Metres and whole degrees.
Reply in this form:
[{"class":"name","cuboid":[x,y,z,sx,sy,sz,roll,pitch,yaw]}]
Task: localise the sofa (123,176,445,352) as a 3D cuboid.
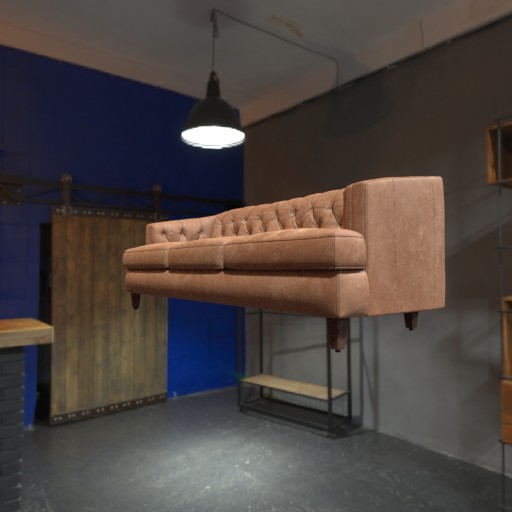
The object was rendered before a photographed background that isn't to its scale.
[{"class":"sofa","cuboid":[0.000,0.000,2.759,0.922,0.791,2.257,1,-2,-36]}]
